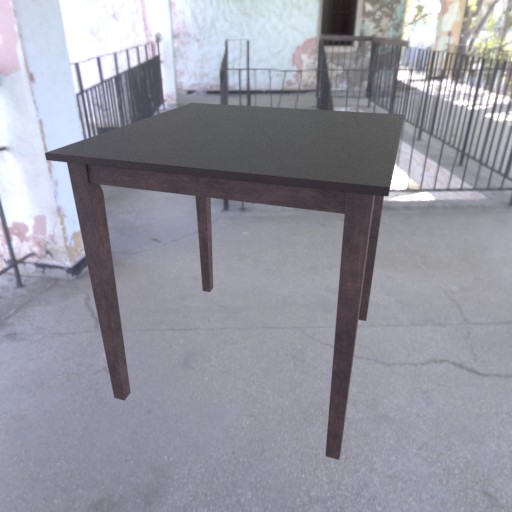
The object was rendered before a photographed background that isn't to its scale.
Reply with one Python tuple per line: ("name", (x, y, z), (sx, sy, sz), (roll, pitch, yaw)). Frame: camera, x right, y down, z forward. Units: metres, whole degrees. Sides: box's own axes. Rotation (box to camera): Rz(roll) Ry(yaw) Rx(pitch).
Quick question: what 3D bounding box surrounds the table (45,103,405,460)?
("table", (0.000, 0.000, 1.381), (0.749, 0.770, 0.749), (9, 29, 16))
